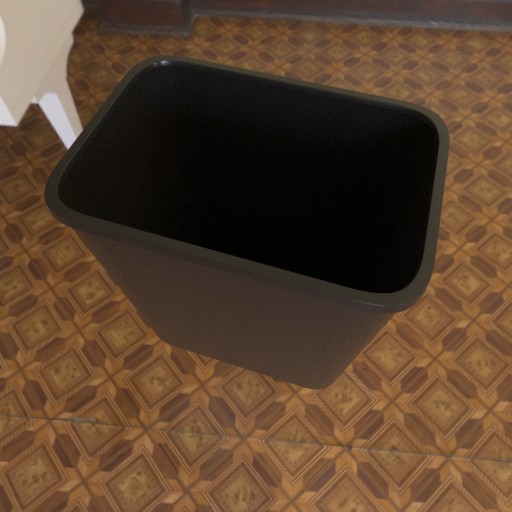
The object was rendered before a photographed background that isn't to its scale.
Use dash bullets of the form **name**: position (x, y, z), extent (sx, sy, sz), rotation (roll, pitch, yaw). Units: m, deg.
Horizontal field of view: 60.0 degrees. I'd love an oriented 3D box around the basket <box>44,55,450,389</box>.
- **basket**: position (0.000, 0.000, 0.490), extent (0.300, 0.307, 0.211), rotation (15, 59, 9)
